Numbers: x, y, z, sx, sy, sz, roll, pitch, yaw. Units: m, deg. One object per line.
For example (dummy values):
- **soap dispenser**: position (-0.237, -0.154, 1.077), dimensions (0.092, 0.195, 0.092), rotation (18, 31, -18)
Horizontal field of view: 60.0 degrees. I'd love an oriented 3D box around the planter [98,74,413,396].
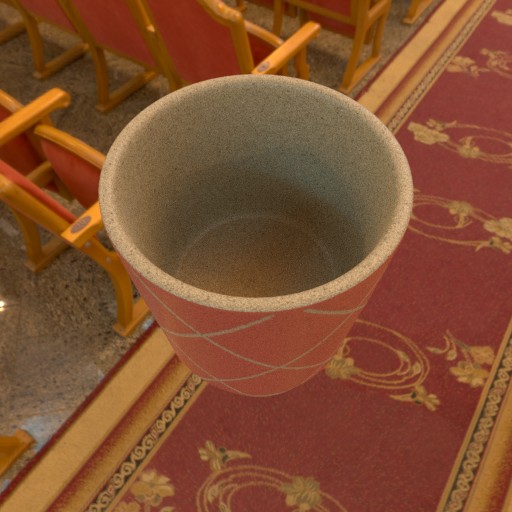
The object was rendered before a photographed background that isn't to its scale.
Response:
- **planter**: position (0.000, 0.000, 0.422), dimensions (0.227, 0.235, 0.227), rotation (0, 58, 0)
